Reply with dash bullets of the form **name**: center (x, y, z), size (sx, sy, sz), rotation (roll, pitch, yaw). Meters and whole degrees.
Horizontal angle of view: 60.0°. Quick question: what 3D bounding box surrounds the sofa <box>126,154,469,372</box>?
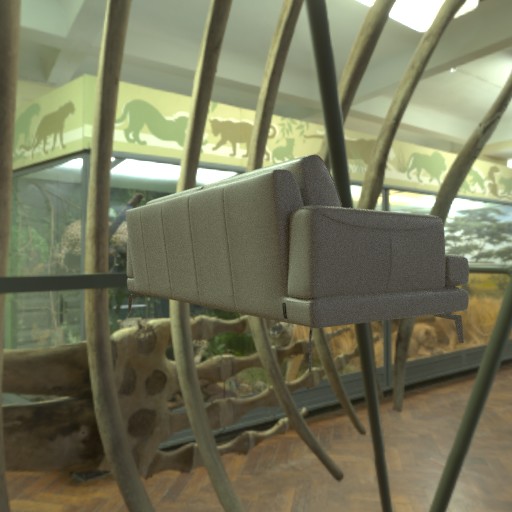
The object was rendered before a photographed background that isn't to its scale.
- **sofa**: center (0.000, 0.000, 2.463), size (0.974, 0.765, 1.940), rotation (0, 0, -34)
